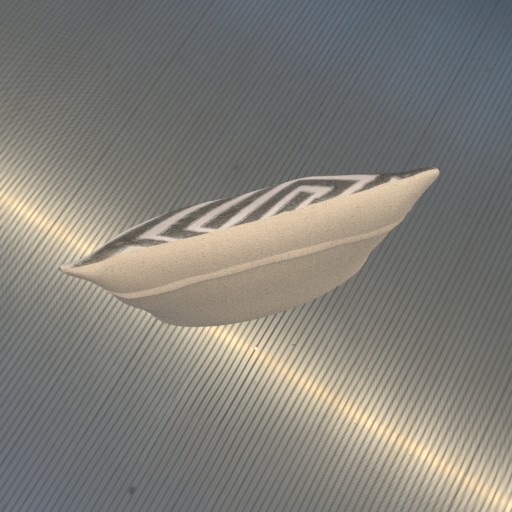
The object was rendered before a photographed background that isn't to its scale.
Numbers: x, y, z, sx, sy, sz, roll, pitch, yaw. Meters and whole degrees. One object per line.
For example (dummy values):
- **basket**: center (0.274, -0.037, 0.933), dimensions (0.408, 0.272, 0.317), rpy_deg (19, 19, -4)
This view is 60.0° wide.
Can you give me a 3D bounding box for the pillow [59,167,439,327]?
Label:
- **pillow**: center (0.000, 0.000, 0.691), dimensions (0.440, 0.441, 0.182), rpy_deg (-15, 79, -3)
